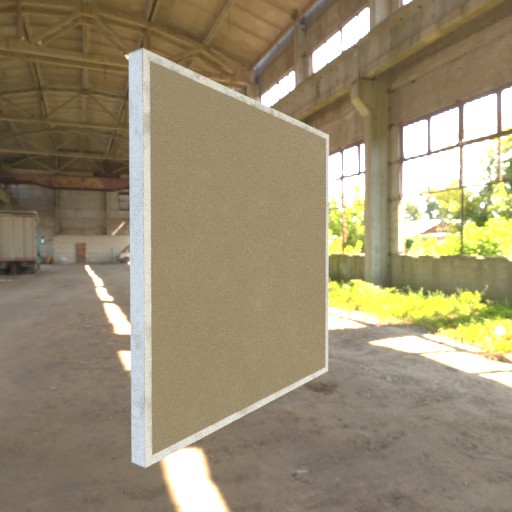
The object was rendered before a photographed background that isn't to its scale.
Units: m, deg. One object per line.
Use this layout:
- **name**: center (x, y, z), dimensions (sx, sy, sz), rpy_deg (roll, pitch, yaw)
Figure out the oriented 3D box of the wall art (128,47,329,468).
- **wall art**: center (0.000, 0.000, 1.120), dimensions (0.038, 0.757, 0.760), rpy_deg (1, 2, 35)
